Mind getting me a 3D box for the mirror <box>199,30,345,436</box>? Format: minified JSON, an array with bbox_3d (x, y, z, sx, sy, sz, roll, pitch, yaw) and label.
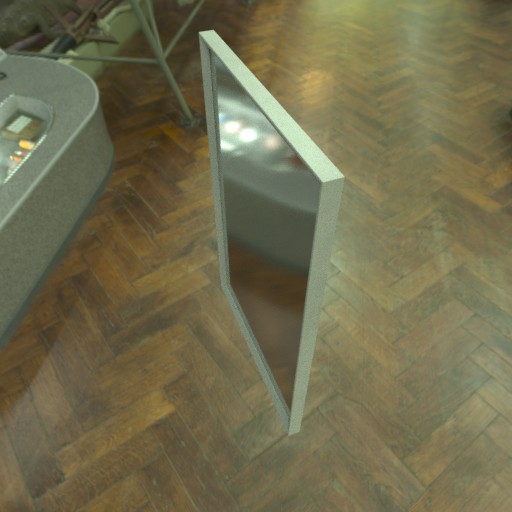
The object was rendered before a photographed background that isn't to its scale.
[{"bbox_3d":[0.000,0.000,1.161,0.041,0.915,0.609,-16,49,-15],"label":"mirror"}]
